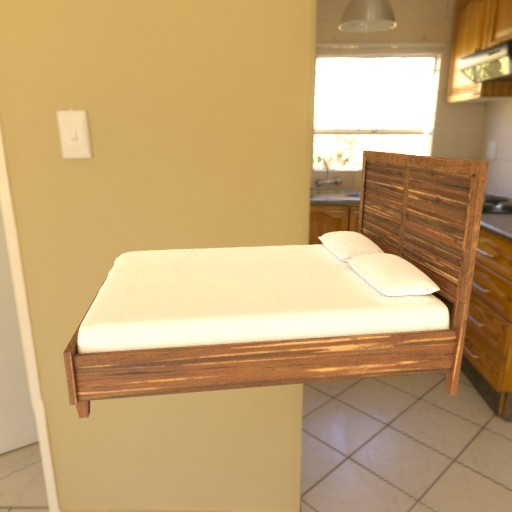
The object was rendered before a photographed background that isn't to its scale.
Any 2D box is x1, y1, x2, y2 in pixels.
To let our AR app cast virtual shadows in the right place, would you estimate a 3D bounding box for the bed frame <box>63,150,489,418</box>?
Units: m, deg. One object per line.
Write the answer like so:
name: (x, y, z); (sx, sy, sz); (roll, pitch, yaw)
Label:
bed frame: (0.000, 0.000, 3.207); (2.276, 1.417, 1.696); (-2, 16, -8)
